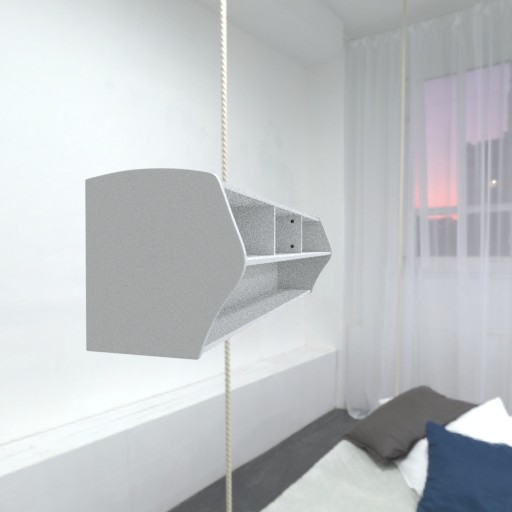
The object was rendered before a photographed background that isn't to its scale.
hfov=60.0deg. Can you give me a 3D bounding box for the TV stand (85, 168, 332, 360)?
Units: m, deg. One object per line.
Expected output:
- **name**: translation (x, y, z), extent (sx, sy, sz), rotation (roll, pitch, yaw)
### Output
- **TV stand**: translation (0.000, 0.000, 1.695), extent (0.397, 0.424, 1.473), rotation (0, 1, 17)
